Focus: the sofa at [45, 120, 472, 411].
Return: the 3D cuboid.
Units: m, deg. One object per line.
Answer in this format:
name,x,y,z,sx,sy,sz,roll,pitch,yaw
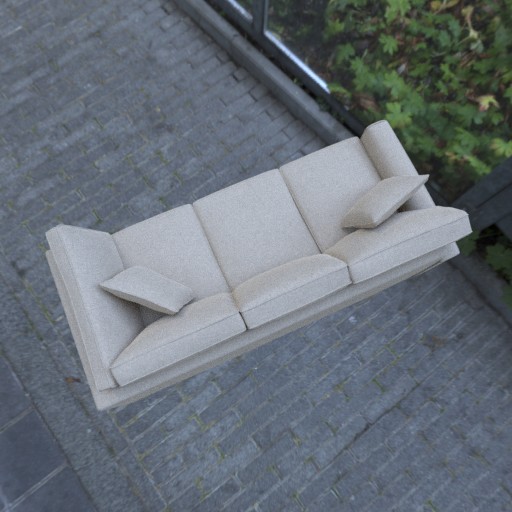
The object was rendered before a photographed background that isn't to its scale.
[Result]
sofa,0.000,0.000,2.873,2.317,0.962,1.061,-23,77,-6
